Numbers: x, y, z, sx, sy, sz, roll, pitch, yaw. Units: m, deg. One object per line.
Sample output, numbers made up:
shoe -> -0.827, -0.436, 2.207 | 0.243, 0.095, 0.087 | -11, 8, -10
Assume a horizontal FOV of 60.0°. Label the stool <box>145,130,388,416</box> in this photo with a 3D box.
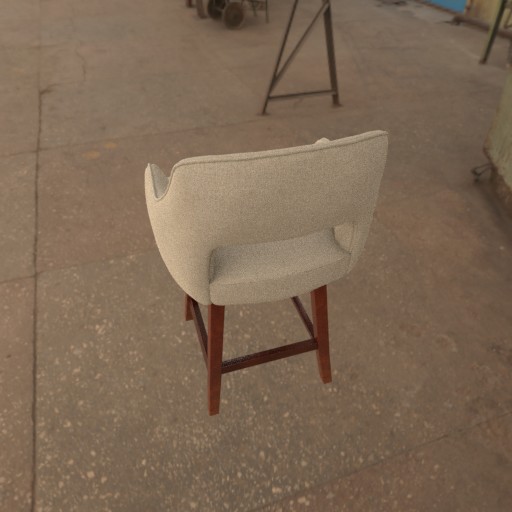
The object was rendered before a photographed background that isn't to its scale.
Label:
stool -> 0.000, 0.000, 1.284 | 0.550, 0.936, 0.560 | -12, 42, -13
